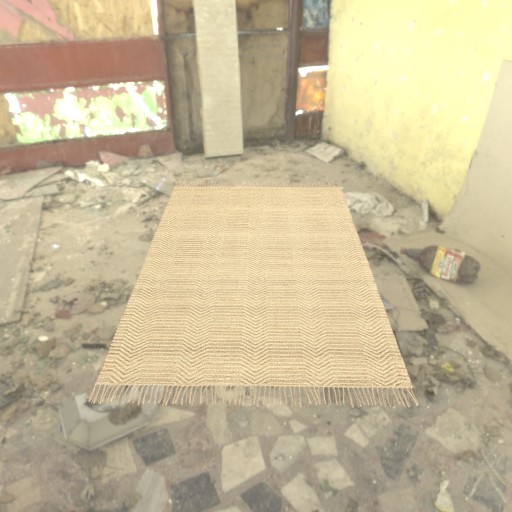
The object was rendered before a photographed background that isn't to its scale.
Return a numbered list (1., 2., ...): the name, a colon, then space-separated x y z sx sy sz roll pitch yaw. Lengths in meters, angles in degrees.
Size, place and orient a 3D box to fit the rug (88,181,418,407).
1. rug: 0.000 0.000 2.468 1.224 0.027 2.021 0 33 1
